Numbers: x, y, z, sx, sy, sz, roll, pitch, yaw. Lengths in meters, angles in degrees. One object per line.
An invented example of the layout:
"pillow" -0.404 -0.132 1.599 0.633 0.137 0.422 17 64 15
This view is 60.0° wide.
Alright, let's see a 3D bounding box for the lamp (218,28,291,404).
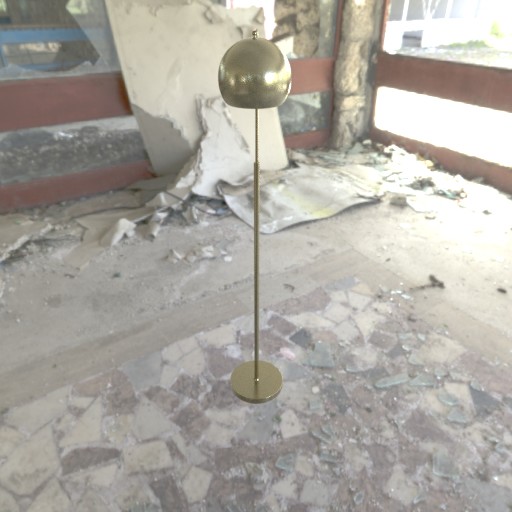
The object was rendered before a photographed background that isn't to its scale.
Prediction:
"lamp" 0.000 0.000 1.665 0.250 1.526 0.431 1 30 2
